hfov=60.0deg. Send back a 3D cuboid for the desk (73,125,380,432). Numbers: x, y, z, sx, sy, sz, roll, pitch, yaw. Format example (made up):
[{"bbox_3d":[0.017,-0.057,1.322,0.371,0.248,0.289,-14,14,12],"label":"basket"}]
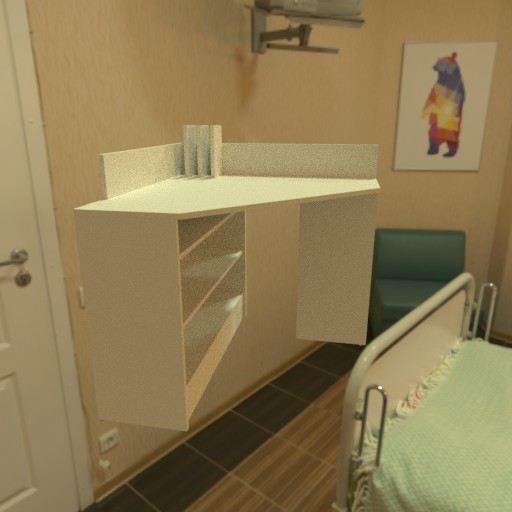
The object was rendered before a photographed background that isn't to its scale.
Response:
[{"bbox_3d":[0.000,0.000,1.768,0.940,0.986,0.940,3,18,11],"label":"desk"}]
